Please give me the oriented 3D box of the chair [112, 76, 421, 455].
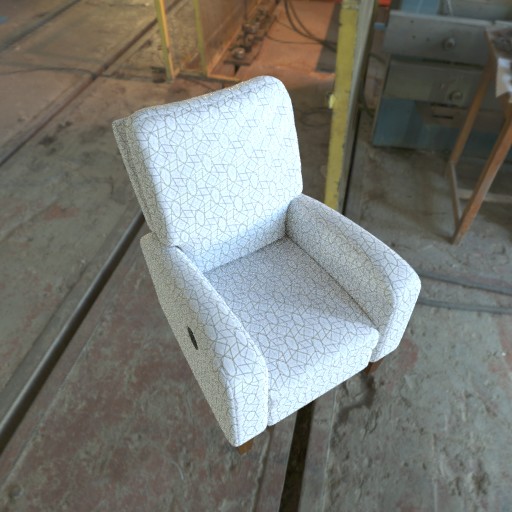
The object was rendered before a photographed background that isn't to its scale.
[{"bbox_3d":[0.000,0.000,1.749,0.796,1.064,0.995,-24,51,-21],"label":"chair"}]
